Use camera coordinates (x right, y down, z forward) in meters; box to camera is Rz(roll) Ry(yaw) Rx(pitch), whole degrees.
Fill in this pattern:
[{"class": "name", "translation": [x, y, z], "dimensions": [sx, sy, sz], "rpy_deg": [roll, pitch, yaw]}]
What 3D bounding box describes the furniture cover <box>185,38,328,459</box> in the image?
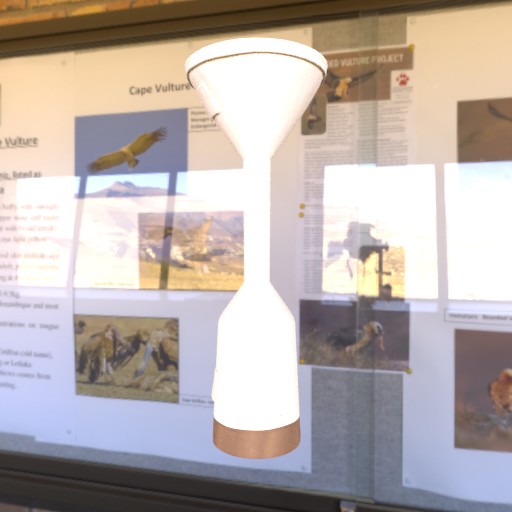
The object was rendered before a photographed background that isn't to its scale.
[{"class": "furniture cover", "translation": [0.000, 0.000, 2.897], "dimensions": [0.914, 2.413, 0.914], "rpy_deg": [0, 1, -18]}]
